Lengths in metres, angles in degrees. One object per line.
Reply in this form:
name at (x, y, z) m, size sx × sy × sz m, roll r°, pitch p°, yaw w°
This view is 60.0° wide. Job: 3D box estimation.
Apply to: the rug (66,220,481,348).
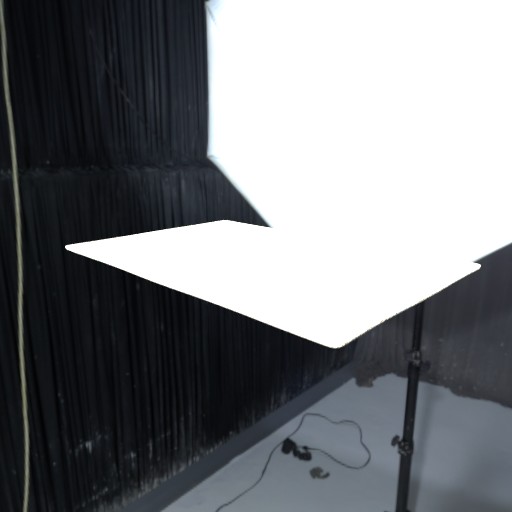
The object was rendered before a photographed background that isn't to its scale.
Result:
rug at (0.000, 0.000, 3.391) m, size 2.698 × 0.025 × 1.798 m, roll 13°, pitch 19°, yaw 43°
